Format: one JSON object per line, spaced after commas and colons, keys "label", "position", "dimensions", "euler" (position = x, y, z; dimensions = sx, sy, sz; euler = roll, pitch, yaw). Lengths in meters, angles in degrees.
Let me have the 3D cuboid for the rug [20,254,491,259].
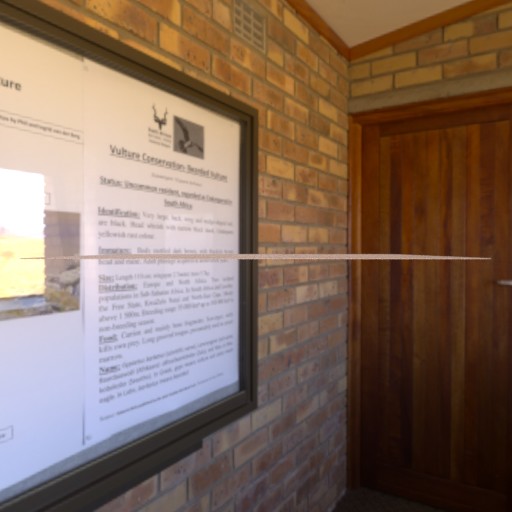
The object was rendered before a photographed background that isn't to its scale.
{"label": "rug", "position": [0.000, 0.000, 3.715], "dimensions": [2.895, 0.006, 1.981], "euler": [0, 1, 1]}
